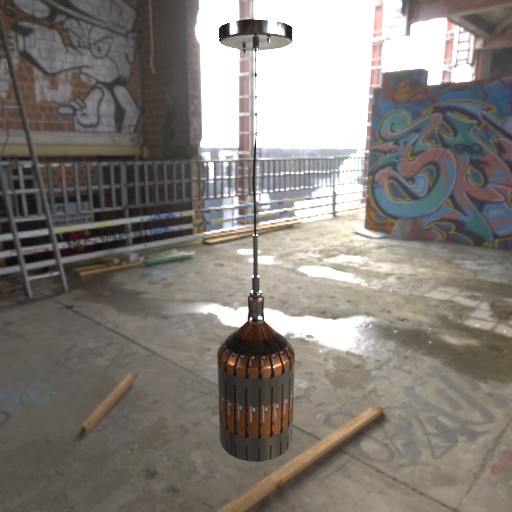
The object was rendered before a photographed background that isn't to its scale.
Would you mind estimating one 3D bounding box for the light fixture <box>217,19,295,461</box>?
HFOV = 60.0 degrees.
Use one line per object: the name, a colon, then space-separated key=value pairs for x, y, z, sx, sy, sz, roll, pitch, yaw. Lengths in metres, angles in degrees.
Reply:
light fixture: x=0.000 y=0.000 z=1.643 sx=0.303 sy=1.535 sz=0.303 roll=0 pitch=14 yaw=0
